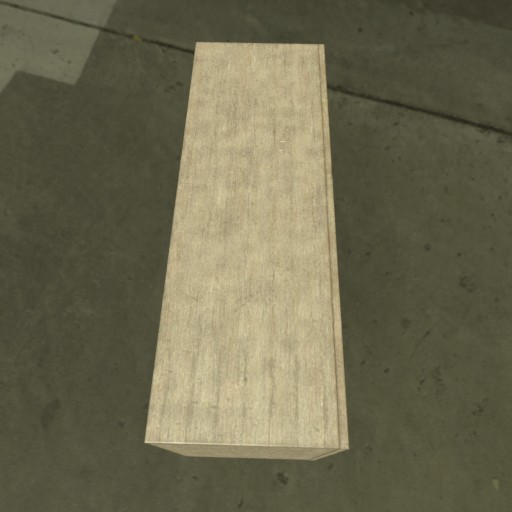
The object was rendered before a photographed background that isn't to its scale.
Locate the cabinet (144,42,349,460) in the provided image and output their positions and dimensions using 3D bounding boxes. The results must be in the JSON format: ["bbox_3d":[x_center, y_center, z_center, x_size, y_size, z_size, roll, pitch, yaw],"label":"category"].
[{"bbox_3d":[0.000,0.000,1.784,0.511,0.825,1.460,1,63,1],"label":"cabinet"}]
